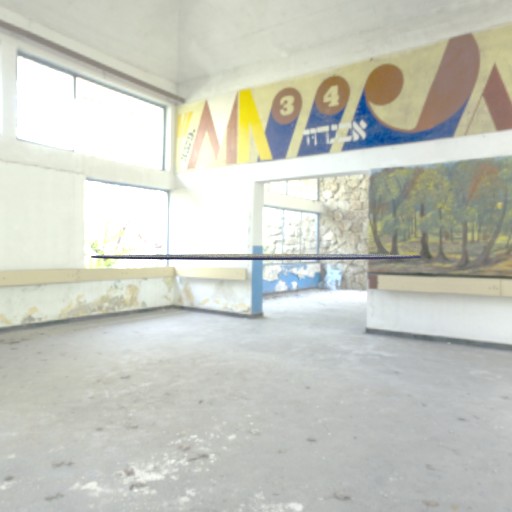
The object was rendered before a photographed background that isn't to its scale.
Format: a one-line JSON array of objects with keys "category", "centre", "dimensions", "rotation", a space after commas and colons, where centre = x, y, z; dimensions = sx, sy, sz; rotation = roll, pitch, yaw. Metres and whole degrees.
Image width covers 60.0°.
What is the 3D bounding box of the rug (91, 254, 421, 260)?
[{"category": "rug", "centre": [0.000, 0.000, 3.416], "dimensions": [2.386, 0.014, 2.386], "rotation": [0, 1, 0]}]
